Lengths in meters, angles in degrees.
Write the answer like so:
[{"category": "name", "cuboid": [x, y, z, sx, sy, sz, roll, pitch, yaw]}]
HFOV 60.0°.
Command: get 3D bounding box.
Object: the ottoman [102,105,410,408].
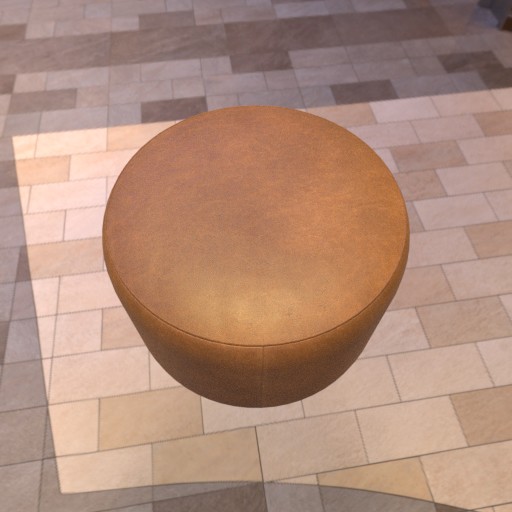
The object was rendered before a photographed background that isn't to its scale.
[{"category": "ottoman", "cuboid": [0.000, 0.000, 1.007, 0.607, 0.438, 0.607, 0, 58, 0]}]
